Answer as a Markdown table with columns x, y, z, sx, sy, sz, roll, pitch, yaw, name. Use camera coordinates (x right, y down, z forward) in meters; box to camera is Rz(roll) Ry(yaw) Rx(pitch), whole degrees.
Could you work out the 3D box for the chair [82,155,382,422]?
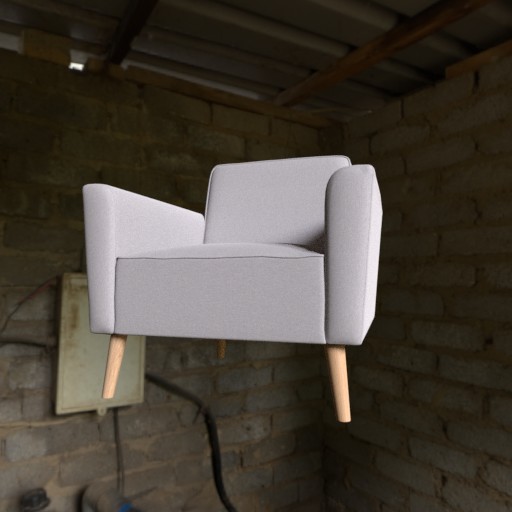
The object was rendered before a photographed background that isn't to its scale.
| x | y | z | sx | sy | sz | roll | pitch | yaw | name |
| --- | --- | --- | --- | --- | --- | --- | --- | --- | --- |
| 0.000 | 0.000 | 1.434 | 0.780 | 0.780 | 0.750 | -1 | -2 | 17 | chair |
